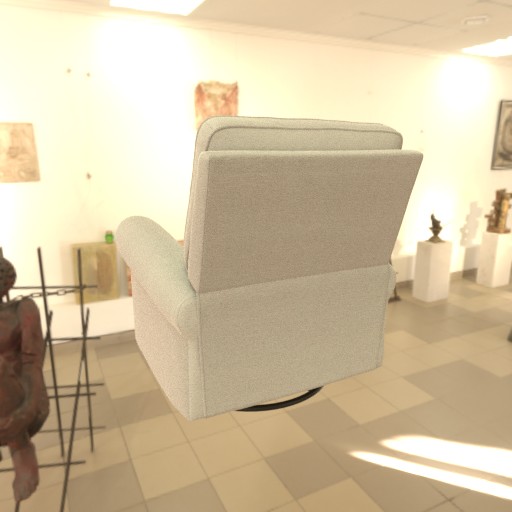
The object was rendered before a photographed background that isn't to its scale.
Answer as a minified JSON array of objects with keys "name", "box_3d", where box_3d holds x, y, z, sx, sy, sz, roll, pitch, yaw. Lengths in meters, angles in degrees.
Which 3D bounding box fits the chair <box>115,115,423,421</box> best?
[{"name":"chair","box_3d":[0.000,0.000,1.663,0.890,0.960,0.878,-7,16,-26]}]
